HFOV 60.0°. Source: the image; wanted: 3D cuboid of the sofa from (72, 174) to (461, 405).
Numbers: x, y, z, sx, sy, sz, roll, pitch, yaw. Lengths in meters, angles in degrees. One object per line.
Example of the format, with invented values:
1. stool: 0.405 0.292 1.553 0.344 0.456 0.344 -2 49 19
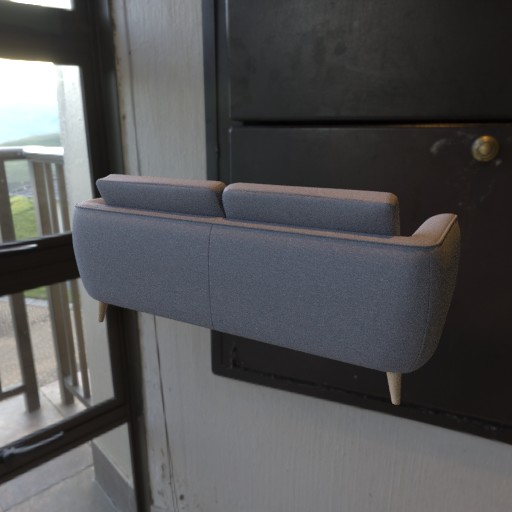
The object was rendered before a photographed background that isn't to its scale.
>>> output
1. sofa: 0.000 0.000 2.486 2.000 0.870 0.920 9 18 27
